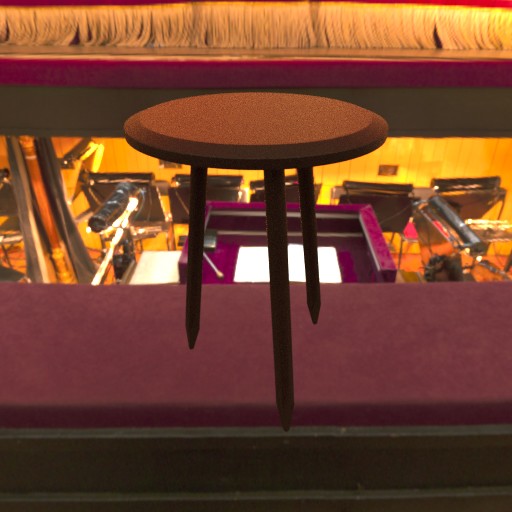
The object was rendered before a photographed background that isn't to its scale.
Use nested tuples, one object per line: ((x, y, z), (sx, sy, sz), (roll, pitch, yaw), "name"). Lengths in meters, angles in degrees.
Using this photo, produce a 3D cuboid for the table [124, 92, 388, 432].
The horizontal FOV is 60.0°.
((0.000, 0.000, 0.931), (0.457, 0.585, 0.457), (0, 30, 0), "table")
